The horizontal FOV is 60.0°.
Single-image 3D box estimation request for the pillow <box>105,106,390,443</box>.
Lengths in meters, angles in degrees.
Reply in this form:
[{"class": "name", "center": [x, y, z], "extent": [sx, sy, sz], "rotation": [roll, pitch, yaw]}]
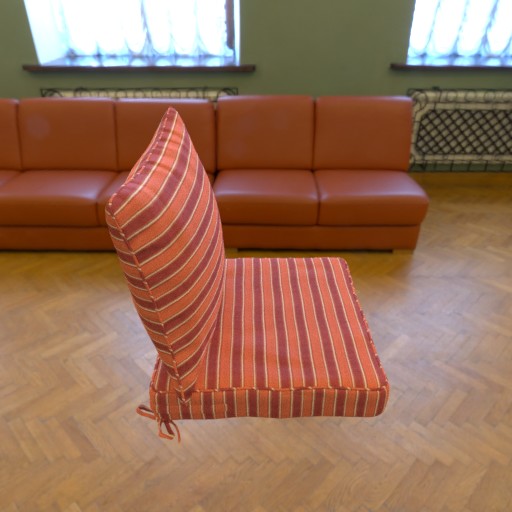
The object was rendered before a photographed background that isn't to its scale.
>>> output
[{"class": "pillow", "center": [0.000, 0.000, 1.354], "extent": [0.733, 0.723, 0.799], "rotation": [0, 32, -1]}]
